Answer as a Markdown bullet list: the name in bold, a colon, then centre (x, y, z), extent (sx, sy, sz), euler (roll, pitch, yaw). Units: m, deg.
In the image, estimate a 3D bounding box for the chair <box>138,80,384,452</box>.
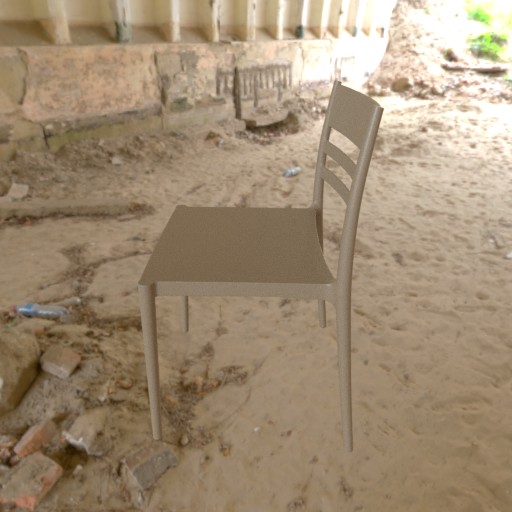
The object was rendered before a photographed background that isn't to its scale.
- **chair**: centre (0.000, 0.000, 1.133), extent (0.511, 0.800, 0.531), euler (0, 27, 1)
